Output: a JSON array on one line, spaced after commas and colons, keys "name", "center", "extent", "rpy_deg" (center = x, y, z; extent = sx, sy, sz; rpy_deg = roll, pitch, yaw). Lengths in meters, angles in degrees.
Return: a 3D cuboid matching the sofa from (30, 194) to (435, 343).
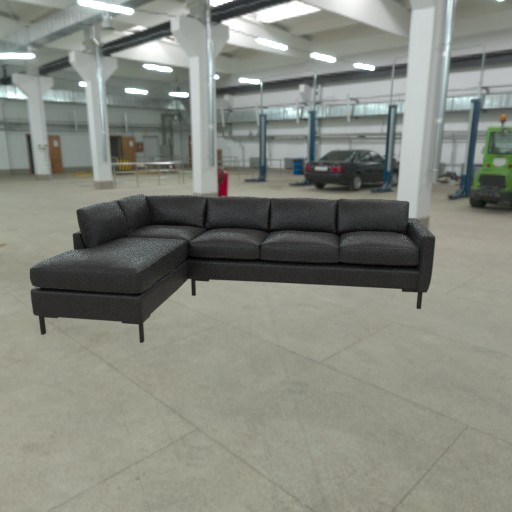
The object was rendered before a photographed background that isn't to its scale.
[{"name": "sofa", "center": [0.000, 0.000, 3.833], "extent": [2.984, 0.877, 1.938], "rpy_deg": [2, 14, 10]}]
